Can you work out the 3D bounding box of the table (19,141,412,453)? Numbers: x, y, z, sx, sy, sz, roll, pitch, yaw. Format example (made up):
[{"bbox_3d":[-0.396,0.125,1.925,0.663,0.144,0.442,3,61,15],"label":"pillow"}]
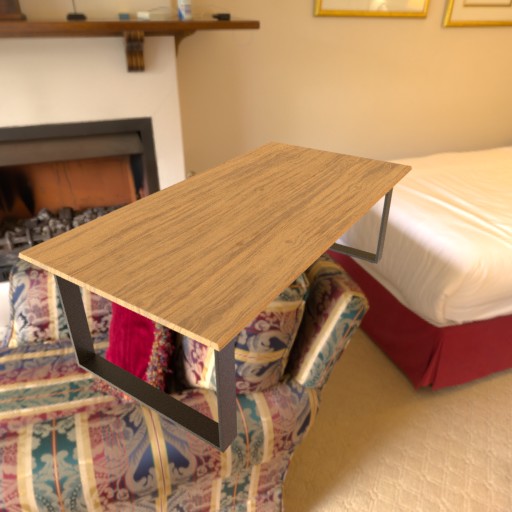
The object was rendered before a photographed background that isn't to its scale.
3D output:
[{"bbox_3d":[0.000,0.000,1.643,0.693,0.445,1.331,18,34,28],"label":"table"}]
